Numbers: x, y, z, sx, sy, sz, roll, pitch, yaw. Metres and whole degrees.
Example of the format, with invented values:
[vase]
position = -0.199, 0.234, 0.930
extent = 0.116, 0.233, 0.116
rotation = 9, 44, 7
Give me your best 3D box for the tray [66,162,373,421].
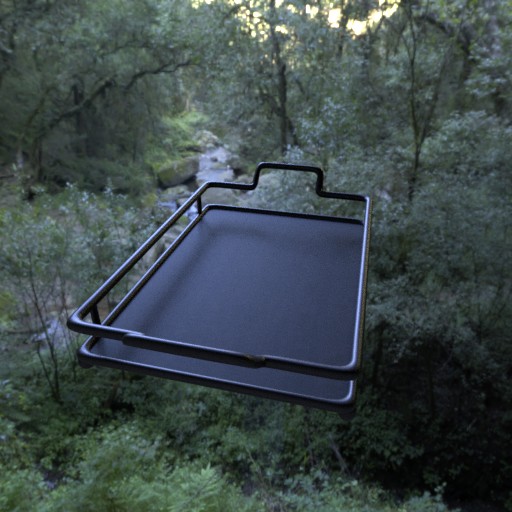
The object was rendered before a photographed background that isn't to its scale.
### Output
[tray]
position = 0.000, 0.000, 0.596
extent = 0.297, 0.101, 0.495
rotation = 7, 31, 12
